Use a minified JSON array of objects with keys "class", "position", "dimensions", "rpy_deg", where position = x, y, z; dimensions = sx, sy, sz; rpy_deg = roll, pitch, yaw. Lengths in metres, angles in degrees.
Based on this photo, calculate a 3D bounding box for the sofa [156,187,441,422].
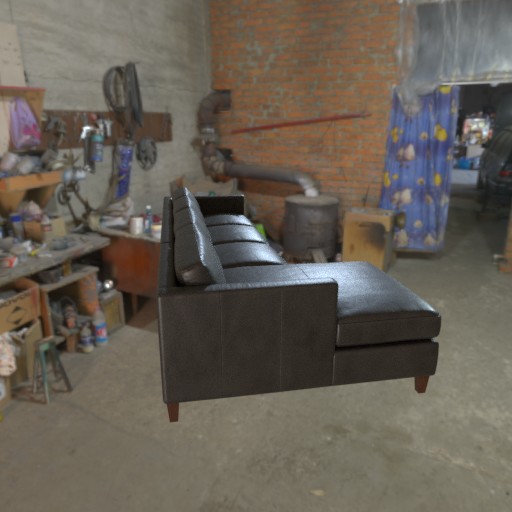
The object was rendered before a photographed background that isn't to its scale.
[{"class":"sofa","position":[0.000,0.000,3.857],"dimensions":[1.581,0.883,3.203],"rpy_deg":[-3,16,-10]}]
